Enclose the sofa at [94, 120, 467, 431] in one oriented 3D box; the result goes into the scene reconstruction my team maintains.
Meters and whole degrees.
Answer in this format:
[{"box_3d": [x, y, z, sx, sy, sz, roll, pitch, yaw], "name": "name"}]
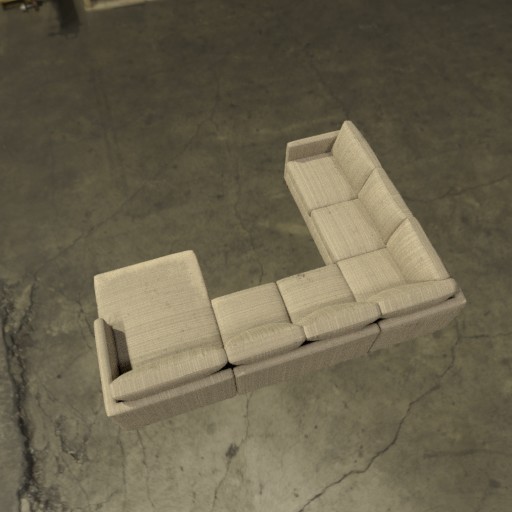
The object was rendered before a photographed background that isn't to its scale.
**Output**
[{"box_3d": [0.000, 0.000, 4.795, 3.460, 0.961, 2.594, -15, 59, -9], "name": "sofa"}]
